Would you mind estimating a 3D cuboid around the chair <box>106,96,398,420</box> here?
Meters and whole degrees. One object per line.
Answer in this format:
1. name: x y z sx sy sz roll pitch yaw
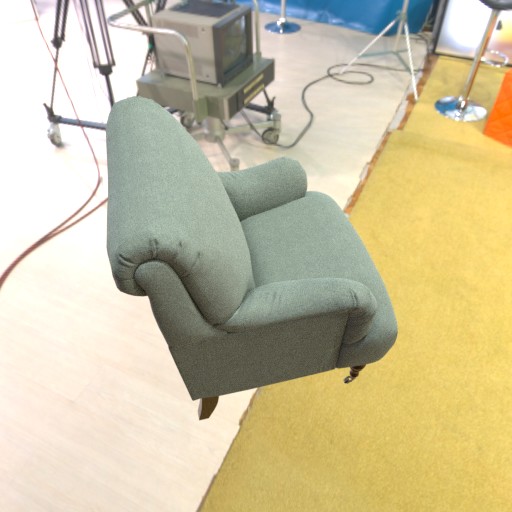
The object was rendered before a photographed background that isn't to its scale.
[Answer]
1. chair: 0.000 0.000 1.960 1.060 1.178 0.964 -10 46 -9
